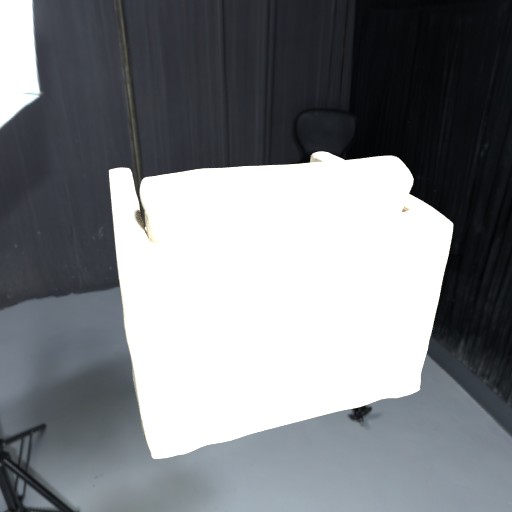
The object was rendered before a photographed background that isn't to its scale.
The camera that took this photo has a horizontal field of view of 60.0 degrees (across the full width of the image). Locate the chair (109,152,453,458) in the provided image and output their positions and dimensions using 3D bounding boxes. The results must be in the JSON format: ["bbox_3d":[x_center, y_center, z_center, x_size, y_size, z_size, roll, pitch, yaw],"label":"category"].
[{"bbox_3d":[0.000,0.000,1.750,1.057,0.867,0.949,-8,28,-16],"label":"chair"}]
